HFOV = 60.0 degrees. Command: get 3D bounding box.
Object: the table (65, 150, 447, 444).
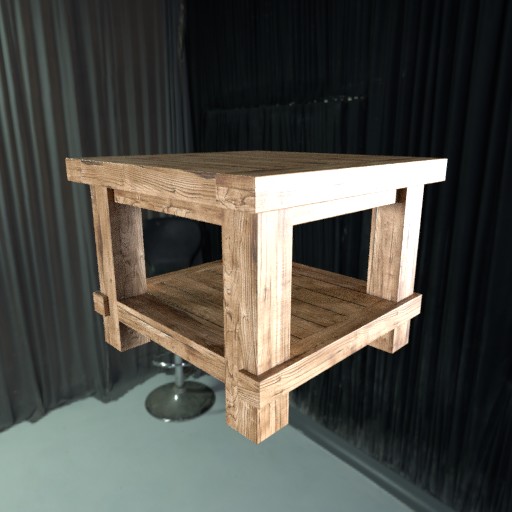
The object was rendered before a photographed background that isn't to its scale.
[{"bbox_3d":[0.000,0.000,1.060,0.610,0.457,0.610,-15,21,-43],"label":"table"}]
